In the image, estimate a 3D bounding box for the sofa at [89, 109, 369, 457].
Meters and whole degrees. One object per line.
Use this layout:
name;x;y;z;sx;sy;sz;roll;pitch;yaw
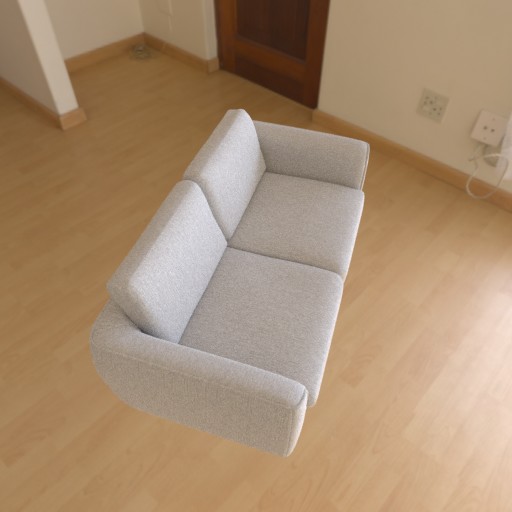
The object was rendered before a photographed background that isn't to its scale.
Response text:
sofa;0.000;0.000;2.241;0.920;0.850;1.700;13;49;12
